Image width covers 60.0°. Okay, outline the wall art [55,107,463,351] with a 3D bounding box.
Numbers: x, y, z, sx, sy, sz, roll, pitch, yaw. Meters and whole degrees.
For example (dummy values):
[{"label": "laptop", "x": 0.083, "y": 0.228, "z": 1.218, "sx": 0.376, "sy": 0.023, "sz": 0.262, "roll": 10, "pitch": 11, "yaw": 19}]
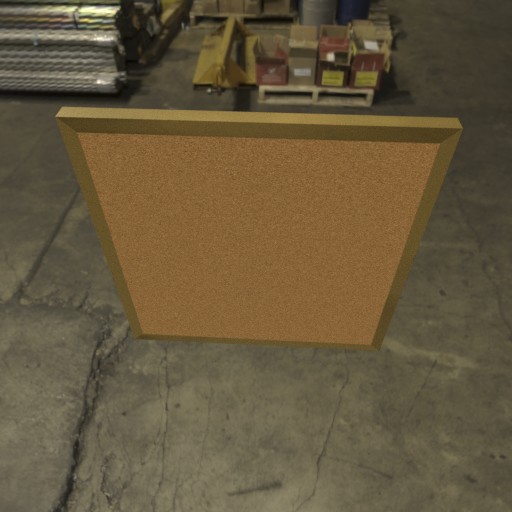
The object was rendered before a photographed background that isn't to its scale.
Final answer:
[{"label": "wall art", "x": 0.000, "y": 0.000, "z": 1.116, "sx": 0.762, "sy": 0.762, "sz": 0.038, "roll": 2, "pitch": 46, "yaw": 2}]
